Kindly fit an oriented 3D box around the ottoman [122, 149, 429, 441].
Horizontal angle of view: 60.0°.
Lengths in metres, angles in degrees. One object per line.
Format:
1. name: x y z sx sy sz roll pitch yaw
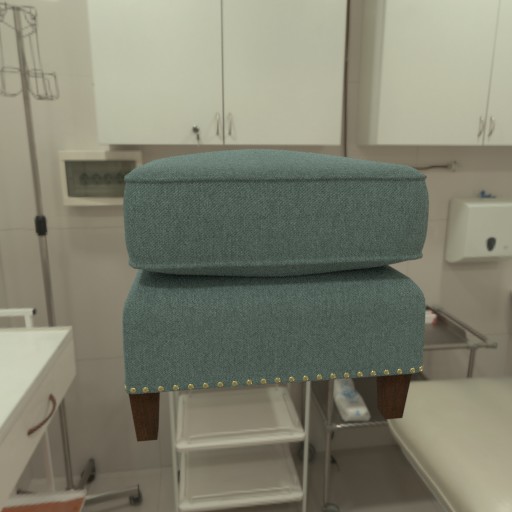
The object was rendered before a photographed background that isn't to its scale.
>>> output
1. ottoman: 0.000 0.000 1.143 0.589 0.537 0.738 -2 14 -8
